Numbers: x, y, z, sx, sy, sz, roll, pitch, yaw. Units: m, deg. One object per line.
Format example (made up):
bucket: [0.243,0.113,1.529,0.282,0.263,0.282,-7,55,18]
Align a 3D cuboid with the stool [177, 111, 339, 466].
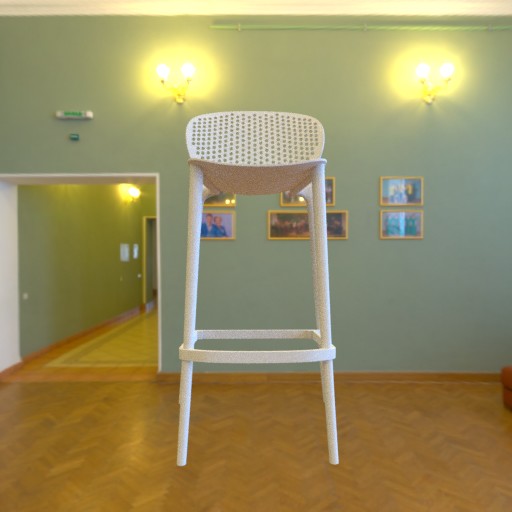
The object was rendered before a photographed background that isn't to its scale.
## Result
stool: [0.000,0.000,1.351,0.536,1.045,0.535,0,0,-1]
